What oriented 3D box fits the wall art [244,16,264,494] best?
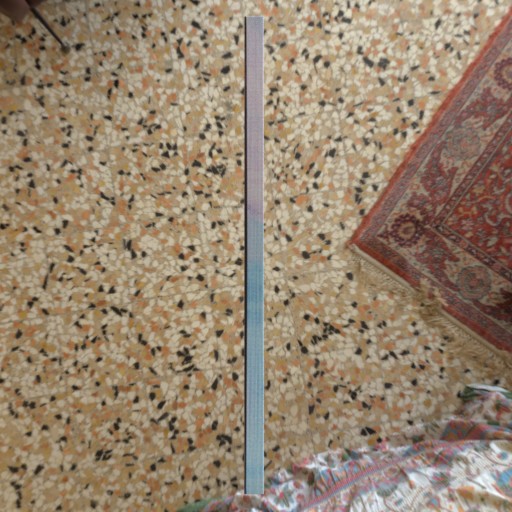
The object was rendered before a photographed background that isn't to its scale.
[{"bbox_3d":[0.000,0.000,1.146,0.037,0.605,0.911,0,89,1],"label":"wall art"}]
